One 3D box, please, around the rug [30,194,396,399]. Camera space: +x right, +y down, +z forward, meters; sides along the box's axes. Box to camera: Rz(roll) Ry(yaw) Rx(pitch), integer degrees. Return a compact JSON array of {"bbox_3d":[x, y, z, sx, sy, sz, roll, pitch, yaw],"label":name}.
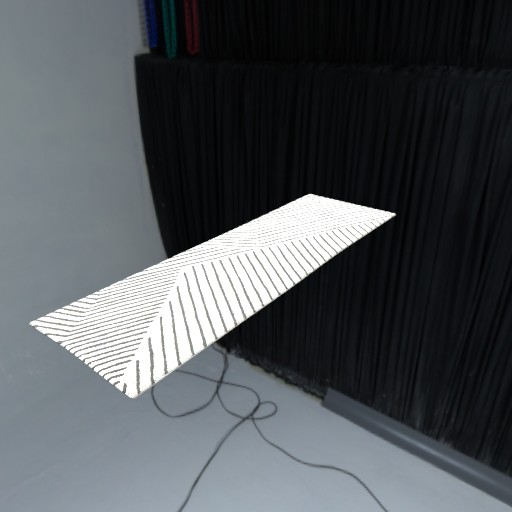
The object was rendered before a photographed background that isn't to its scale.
[{"bbox_3d":[0.000,0.000,2.707,0.773,0.020,2.439,19,32,34],"label":"rug"}]
